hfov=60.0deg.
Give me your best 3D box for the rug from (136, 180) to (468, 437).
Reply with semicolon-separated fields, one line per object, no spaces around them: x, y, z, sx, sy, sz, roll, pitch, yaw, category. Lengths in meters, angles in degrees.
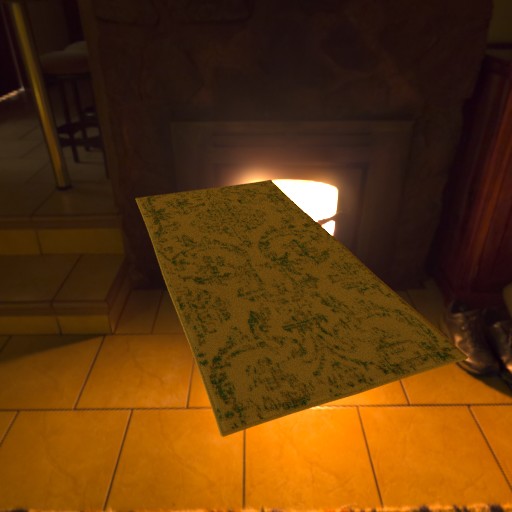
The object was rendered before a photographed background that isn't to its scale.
0.000;0.000;1.432;0.605;0.007;1.220;-11;33;-18;rug
